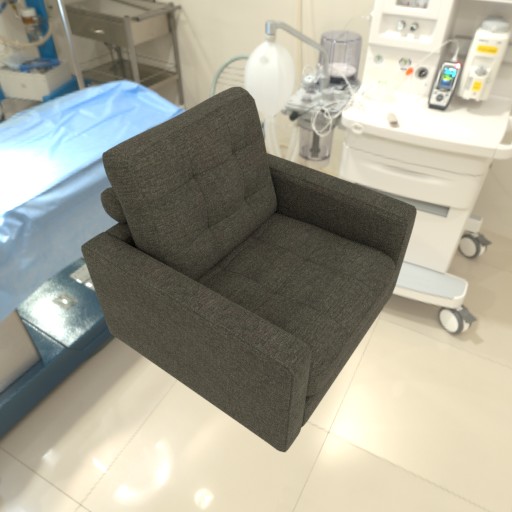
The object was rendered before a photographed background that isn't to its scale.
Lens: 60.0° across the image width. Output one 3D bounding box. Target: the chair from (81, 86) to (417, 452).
[{"bbox_3d":[0.000,0.000,1.530,0.843,0.880,0.821,26,48,26],"label":"chair"}]
